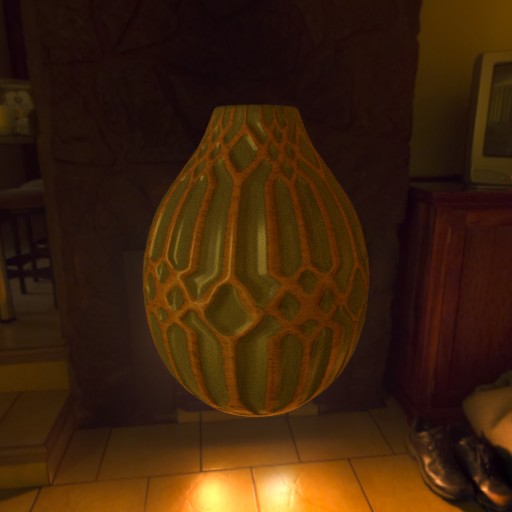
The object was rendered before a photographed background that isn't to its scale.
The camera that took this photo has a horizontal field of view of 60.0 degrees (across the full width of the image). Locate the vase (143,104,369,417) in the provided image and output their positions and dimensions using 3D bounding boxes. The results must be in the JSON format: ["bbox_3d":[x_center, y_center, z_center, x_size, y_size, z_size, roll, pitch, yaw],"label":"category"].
[{"bbox_3d":[0.000,0.000,0.138,0.069,0.088,0.069,0,15,0],"label":"vase"}]
